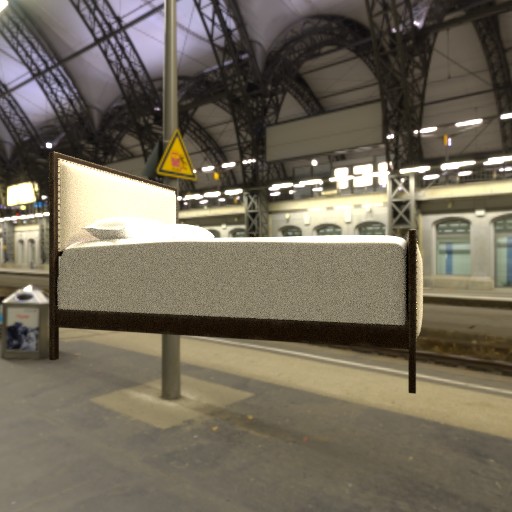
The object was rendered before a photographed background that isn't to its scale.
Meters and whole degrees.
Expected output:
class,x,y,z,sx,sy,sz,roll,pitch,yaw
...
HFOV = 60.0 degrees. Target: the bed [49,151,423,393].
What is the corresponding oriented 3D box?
class,x,y,z,sx,sy,sz,roll,pitch,yaw
bed,0.000,0.000,3.211,2.221,1.313,1.607,0,0,18
